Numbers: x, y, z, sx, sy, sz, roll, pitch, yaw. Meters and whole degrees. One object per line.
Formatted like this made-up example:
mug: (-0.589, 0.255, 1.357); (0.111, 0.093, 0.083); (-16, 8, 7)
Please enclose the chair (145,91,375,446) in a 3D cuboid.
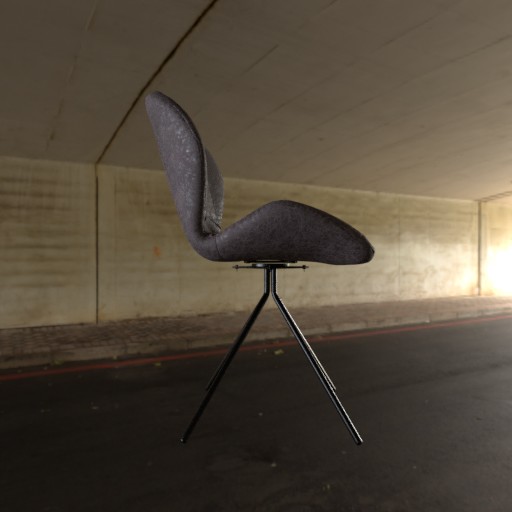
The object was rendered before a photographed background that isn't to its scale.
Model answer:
chair: (0.000, 0.000, 1.316); (0.640, 0.934, 0.527); (0, 0, 2)
